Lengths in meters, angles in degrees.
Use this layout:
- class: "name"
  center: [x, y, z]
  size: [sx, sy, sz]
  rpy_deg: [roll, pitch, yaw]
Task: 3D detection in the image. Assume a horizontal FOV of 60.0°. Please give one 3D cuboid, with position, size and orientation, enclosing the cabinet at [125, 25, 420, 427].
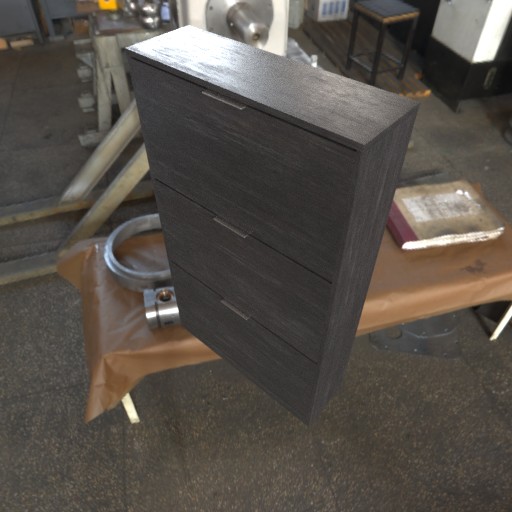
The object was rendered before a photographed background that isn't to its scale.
- class: "cabinet"
  center: [0.000, 0.000, 1.545]
  size: [0.750, 1.280, 0.250]
  rpy_deg: [32, 53, 27]
